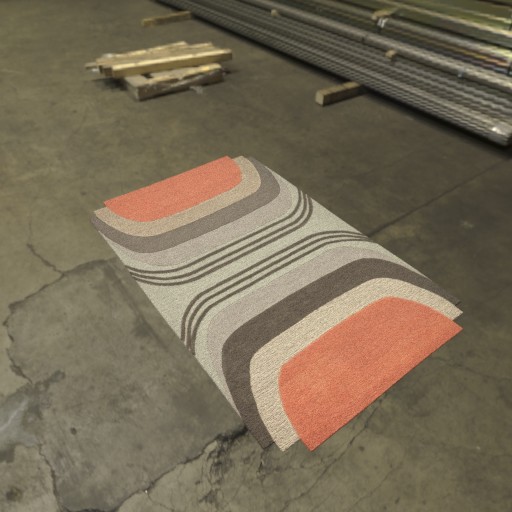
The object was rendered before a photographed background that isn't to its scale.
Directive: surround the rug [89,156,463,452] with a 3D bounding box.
[{"bbox_3d":[0.000,0.000,3.027,1.530,0.017,2.446,-27,49,-26],"label":"rug"}]
